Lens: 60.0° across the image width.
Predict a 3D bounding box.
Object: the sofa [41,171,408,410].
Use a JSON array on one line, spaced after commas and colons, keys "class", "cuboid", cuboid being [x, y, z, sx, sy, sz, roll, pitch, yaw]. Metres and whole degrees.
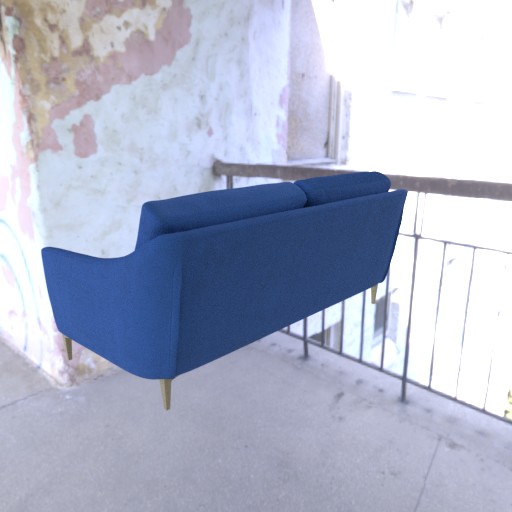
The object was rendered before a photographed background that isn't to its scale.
[{"class": "sofa", "cuboid": [0.000, 0.000, 2.557, 0.960, 0.903, 2.036, 15, 22, 43]}]
